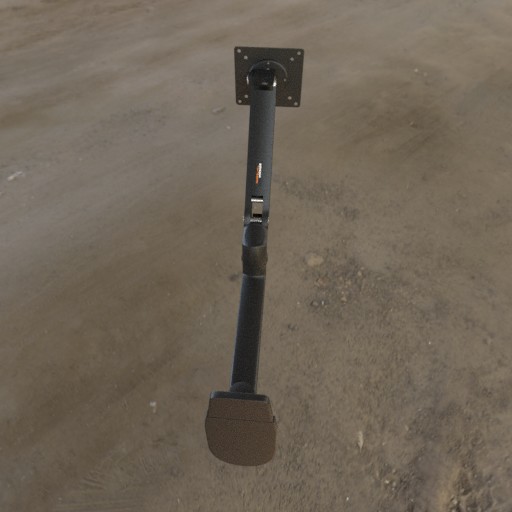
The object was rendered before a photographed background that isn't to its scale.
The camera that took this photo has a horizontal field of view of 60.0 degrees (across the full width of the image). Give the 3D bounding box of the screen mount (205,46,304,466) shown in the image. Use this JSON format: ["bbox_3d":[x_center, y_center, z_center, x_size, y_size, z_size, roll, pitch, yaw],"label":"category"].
[{"bbox_3d":[0.000,0.000,0.719,0.115,0.466,0.495,4,46,3],"label":"screen mount"}]
